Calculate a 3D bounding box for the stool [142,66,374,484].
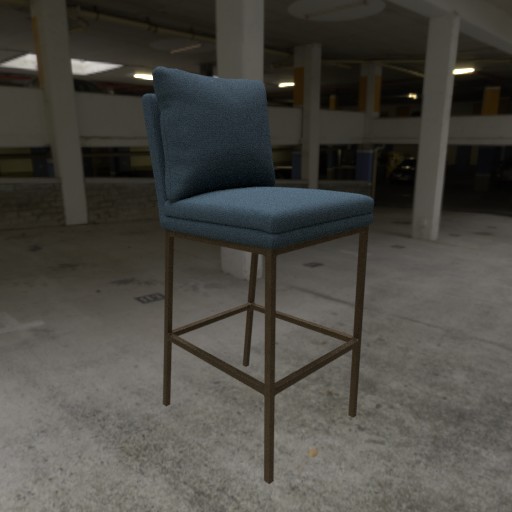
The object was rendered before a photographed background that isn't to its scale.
[{"bbox_3d":[0.000,0.000,1.418,0.568,1.124,0.463,14,20,43],"label":"stool"}]
